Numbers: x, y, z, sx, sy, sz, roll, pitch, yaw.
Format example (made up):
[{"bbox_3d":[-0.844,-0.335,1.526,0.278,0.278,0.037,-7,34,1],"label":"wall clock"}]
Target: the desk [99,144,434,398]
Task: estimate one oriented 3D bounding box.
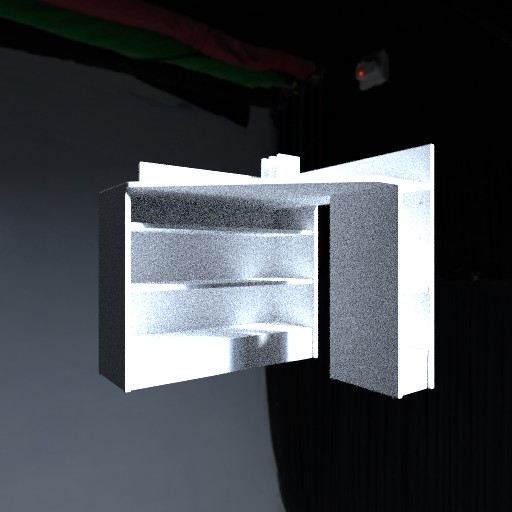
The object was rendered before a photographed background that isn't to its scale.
[{"bbox_3d":[0.000,0.000,1.742,0.940,0.986,0.940,0,0,-36],"label":"desk"}]
